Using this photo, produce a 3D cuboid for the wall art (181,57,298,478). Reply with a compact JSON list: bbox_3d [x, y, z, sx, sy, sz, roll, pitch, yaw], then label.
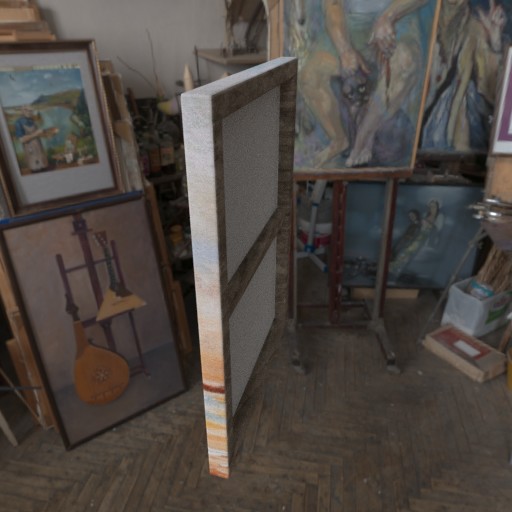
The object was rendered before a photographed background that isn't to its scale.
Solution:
[{"bbox_3d":[0.000,0.000,0.777,0.035,0.605,0.443,8,30,14],"label":"wall art"}]
